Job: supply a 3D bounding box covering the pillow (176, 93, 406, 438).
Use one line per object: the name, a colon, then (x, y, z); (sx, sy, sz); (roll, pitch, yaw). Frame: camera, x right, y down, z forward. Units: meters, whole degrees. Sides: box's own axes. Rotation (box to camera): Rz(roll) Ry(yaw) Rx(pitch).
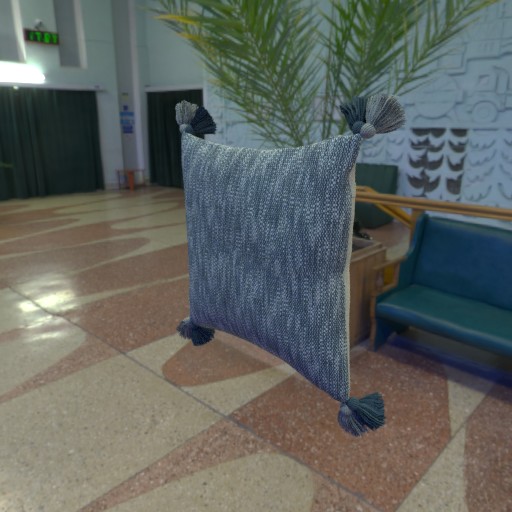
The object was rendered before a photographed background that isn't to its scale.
pillow: (0.000, 0.000, 0.921); (0.138, 0.634, 0.614); (-16, 23, -43)
